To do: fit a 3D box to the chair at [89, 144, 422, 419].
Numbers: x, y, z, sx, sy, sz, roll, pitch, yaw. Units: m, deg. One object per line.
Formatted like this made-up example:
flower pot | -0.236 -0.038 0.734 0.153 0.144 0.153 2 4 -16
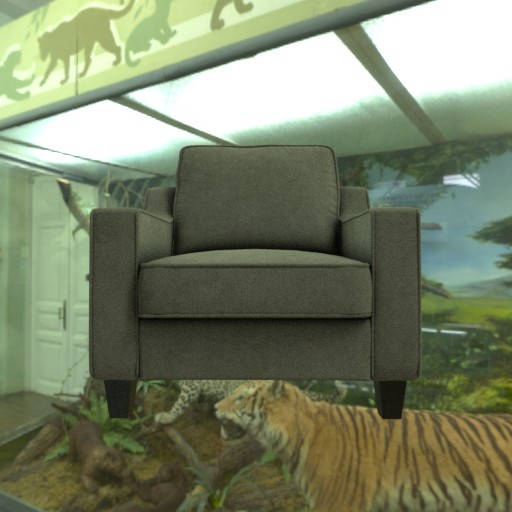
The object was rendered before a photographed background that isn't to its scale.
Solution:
chair | 0.000 0.000 1.605 0.926 0.944 0.840 0 -1 1
